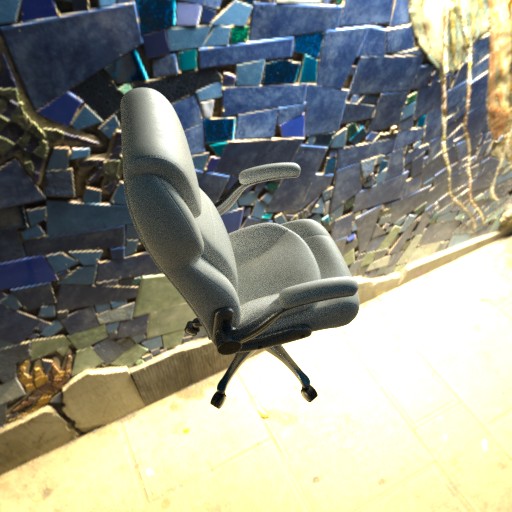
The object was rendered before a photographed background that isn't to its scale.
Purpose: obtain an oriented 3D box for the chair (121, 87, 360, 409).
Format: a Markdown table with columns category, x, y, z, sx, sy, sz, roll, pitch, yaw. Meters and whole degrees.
| category | x | y | z | sx | sy | sz | roll | pitch | yaw |
| --- | --- | --- | --- | --- | --- | --- | --- | --- | --- |
| chair | 0.000 | 0.000 | 1.786 | 0.806 | 1.330 | 0.755 | -9 | 48 | -9 |
